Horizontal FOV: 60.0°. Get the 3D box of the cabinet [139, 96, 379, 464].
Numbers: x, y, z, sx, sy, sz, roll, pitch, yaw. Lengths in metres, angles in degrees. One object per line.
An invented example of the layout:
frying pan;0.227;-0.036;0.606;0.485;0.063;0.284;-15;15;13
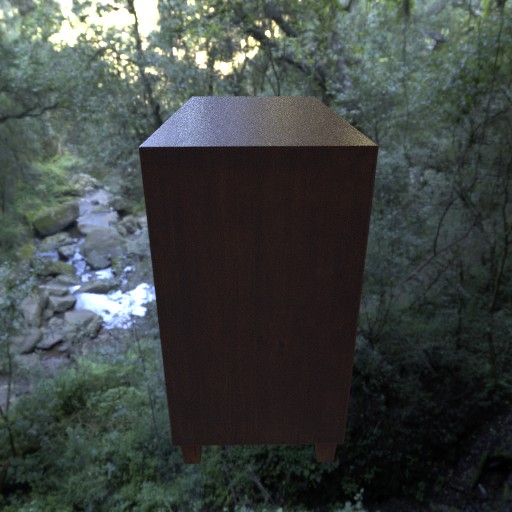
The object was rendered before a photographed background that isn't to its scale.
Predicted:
cabinet;0.000;0.000;1.269;0.412;0.785;0.796;0;25;-1
